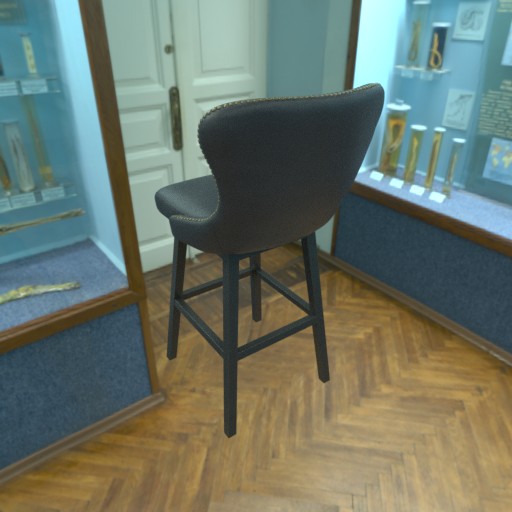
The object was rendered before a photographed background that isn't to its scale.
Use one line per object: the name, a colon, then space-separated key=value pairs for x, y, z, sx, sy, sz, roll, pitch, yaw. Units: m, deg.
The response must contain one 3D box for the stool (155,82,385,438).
stool: x=0.000 y=0.000 z=1.382 sx=0.528 sy=1.050 sz=0.601 roll=-19 pitch=35 yaw=-30
